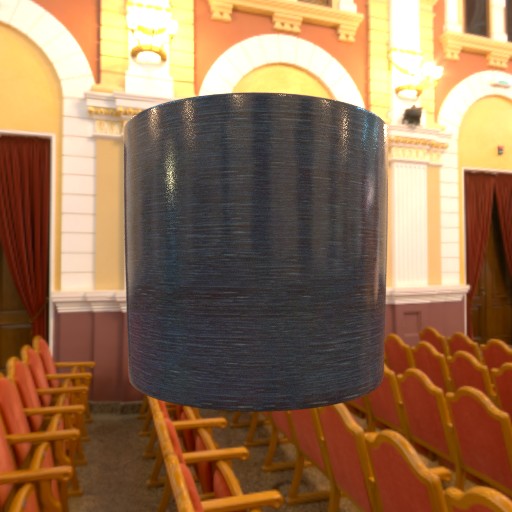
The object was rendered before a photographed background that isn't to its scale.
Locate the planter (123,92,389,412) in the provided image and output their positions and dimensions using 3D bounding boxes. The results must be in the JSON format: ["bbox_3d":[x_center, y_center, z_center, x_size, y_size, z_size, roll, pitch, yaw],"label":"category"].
[{"bbox_3d":[0.000,0.000,0.385,0.221,0.201,0.221,0,-1,0],"label":"planter"}]
